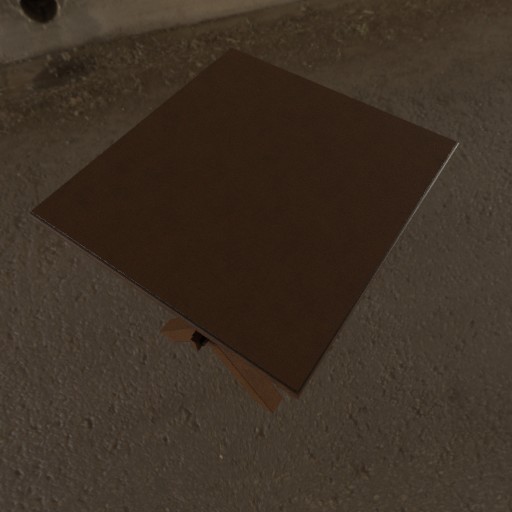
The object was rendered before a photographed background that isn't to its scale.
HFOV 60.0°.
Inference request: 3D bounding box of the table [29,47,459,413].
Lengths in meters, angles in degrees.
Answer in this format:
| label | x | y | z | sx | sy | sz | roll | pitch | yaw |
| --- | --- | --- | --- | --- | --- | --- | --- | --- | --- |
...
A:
| label | x | y | z | sx | sy | sz | roll | pitch | yaw |
| --- | --- | --- | --- | --- | --- | --- | --- | --- | --- |
| table | 0.000 | 0.000 | 1.060 | 0.560 | 0.562 | 0.602 | 30 | 62 | 18 |
